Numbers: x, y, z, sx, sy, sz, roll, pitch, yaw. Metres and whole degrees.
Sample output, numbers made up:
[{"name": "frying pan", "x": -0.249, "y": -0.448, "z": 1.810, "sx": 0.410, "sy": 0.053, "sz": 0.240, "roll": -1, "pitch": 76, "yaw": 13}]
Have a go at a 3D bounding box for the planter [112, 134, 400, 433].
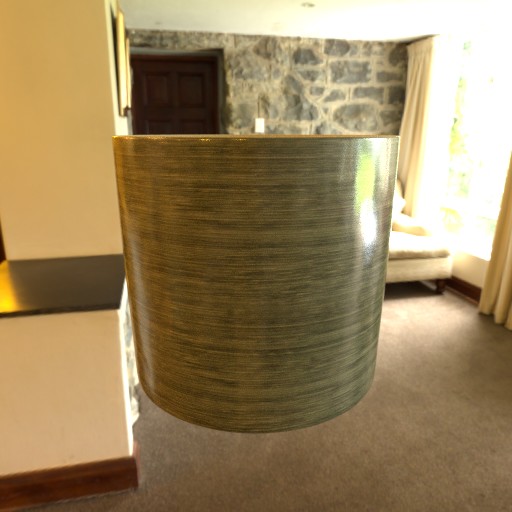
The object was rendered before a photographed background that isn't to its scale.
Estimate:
[{"name": "planter", "x": 0.000, "y": 0.000, "z": 0.383, "sx": 0.221, "sy": 0.201, "sz": 0.221, "roll": 0, "pitch": 16, "yaw": 0}]
